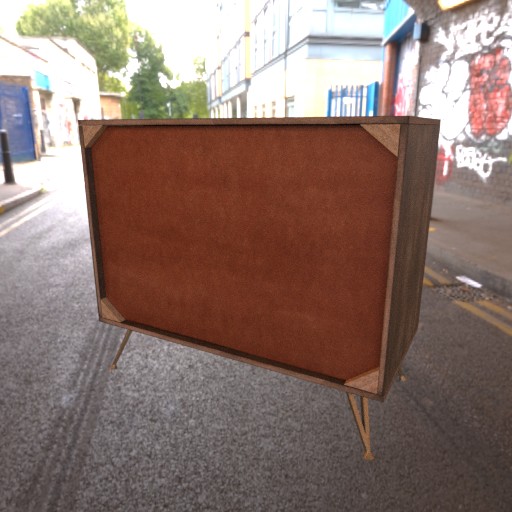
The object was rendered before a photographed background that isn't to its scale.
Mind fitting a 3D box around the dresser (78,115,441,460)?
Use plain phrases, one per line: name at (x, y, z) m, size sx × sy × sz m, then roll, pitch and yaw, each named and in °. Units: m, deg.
dresser at (0.000, 0.000, 1.362) m, size 0.923 × 0.801 × 0.453 m, roll 9°, pitch 18°, yaw 28°
